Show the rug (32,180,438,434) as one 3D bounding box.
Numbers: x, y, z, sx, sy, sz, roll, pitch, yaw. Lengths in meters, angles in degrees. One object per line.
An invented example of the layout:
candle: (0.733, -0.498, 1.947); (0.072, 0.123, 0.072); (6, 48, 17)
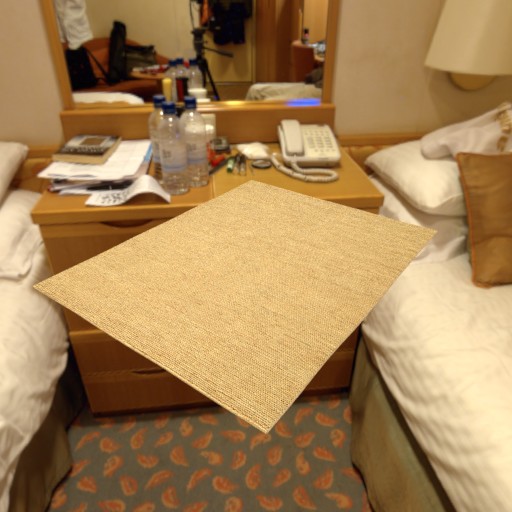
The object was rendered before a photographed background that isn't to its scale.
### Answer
rug: (0.000, 0.000, 4.127); (2.406, 0.012, 3.034); (21, 37, 31)
